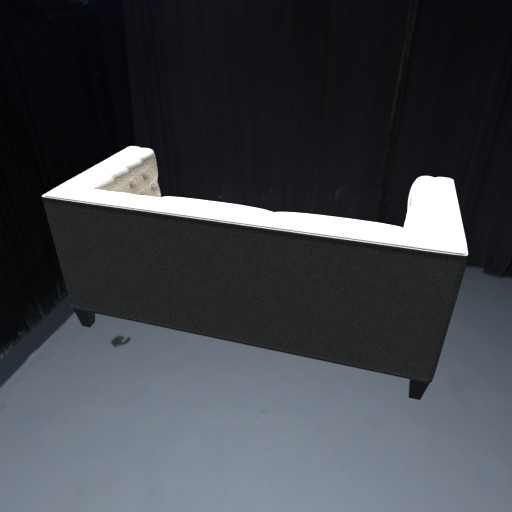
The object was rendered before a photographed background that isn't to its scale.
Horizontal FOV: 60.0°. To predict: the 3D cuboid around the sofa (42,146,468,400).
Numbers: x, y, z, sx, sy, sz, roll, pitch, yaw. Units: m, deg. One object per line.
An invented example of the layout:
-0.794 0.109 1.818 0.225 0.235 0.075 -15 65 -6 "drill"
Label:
0.000 0.000 2.258 1.778 0.762 0.775 9 32 14 "sofa"
